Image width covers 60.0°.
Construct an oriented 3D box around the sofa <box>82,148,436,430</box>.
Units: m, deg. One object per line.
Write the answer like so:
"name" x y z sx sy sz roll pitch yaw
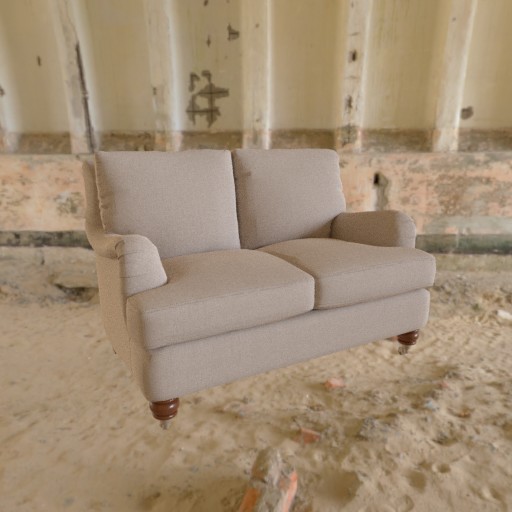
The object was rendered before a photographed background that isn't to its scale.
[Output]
"sofa" 0.000 0.000 2.235 1.508 1.048 1.087 -8 16 -28
